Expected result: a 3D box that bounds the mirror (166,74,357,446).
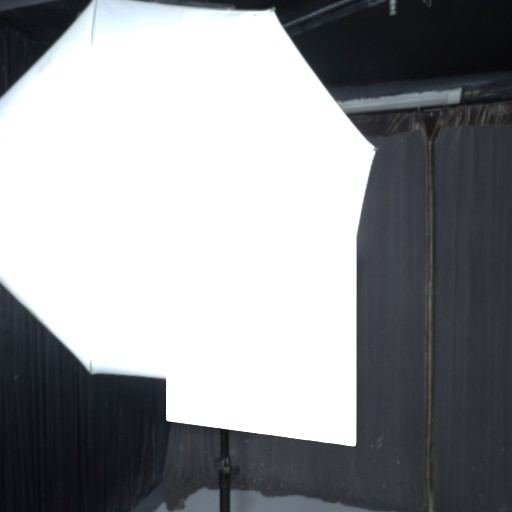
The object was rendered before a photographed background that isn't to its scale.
[{"bbox_3d":[0.000,0.000,0.909,0.403,0.717,0.022,0,0,19],"label":"mirror"}]
